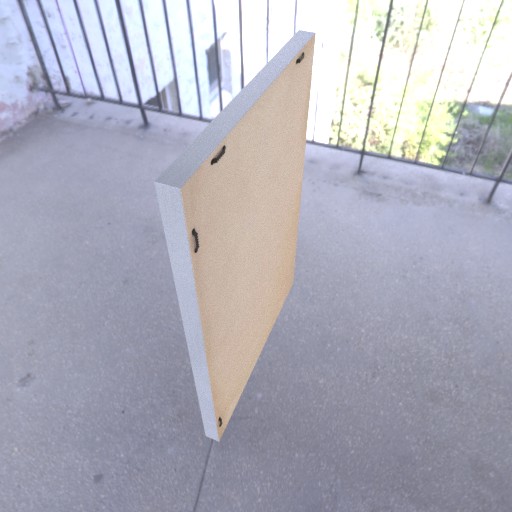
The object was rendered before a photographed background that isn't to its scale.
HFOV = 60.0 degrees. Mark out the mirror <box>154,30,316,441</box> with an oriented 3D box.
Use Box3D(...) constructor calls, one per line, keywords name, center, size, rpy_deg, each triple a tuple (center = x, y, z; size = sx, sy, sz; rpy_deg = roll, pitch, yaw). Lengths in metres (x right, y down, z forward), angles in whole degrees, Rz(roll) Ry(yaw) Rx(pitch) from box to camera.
Box3D(name="mirror", center=(0.000, 0.000, 0.911), size=(0.039, 0.710, 0.507), rpy_deg=(17, 48, 15))
